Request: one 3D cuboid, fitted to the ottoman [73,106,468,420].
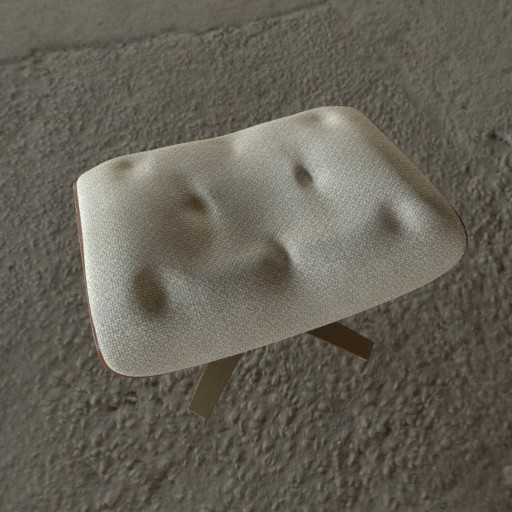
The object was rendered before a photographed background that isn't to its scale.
[{"bbox_3d":[0.000,0.000,0.795,0.520,0.391,0.394,-17,60,-10],"label":"ottoman"}]
